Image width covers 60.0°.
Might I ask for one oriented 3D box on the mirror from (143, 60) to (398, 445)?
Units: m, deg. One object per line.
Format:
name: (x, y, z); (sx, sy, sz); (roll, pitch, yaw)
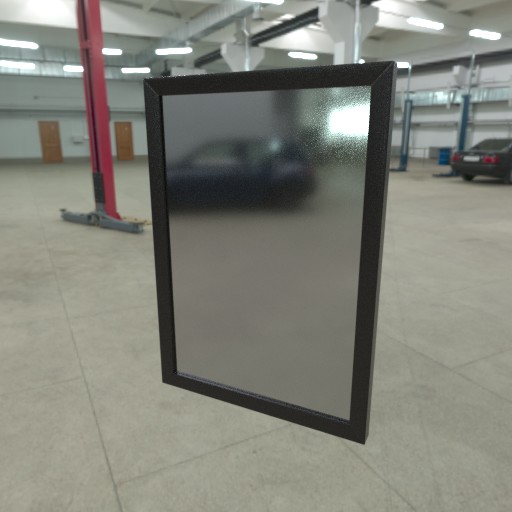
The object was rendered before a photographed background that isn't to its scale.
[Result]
mirror: (0.000, 0.000, 0.919); (0.507, 0.710, 0.040); (8, 17, 26)
